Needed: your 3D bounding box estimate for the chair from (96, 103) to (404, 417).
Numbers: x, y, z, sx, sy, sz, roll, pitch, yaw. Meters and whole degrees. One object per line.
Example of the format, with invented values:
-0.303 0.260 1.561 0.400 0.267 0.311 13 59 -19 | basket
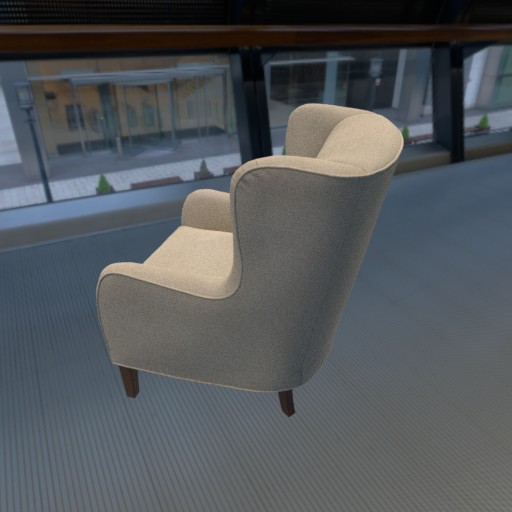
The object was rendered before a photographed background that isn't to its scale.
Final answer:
0.000 0.000 1.749 0.966 1.040 0.838 8 31 14 | chair
